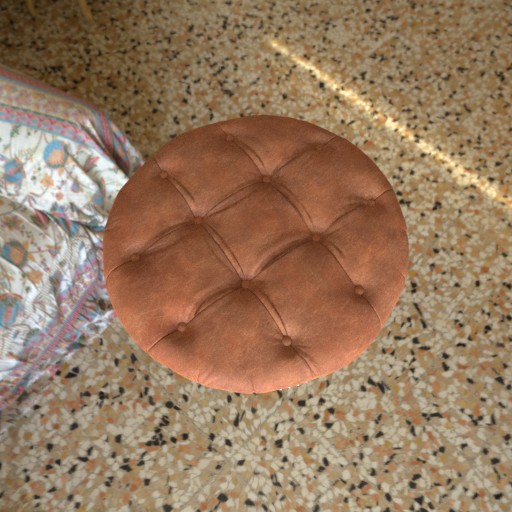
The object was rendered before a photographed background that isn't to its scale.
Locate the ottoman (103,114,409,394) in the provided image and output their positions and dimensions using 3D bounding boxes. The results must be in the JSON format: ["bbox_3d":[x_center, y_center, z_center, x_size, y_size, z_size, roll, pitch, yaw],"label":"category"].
[{"bbox_3d":[0.000,0.000,1.443,0.901,0.444,0.901,0,66,0],"label":"ottoman"}]
